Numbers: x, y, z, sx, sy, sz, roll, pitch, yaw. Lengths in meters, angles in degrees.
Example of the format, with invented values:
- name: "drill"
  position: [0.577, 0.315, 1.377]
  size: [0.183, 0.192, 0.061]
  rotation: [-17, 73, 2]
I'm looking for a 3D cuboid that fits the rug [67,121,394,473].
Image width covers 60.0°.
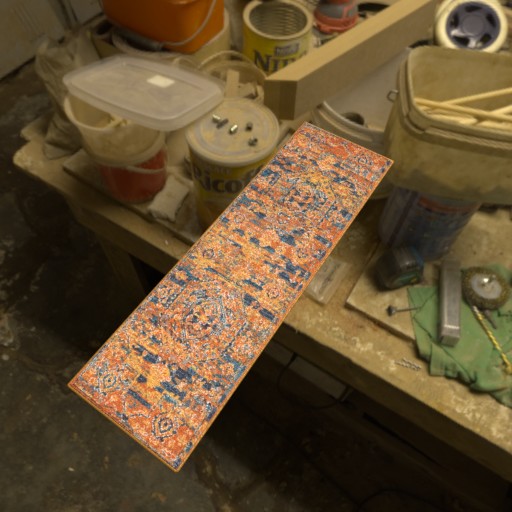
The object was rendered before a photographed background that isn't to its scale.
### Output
- name: "rug"
  position: [0.000, 0.000, 2.048]
  size: [0.556, 0.013, 1.820]
  rotation: [30, 62, 17]
